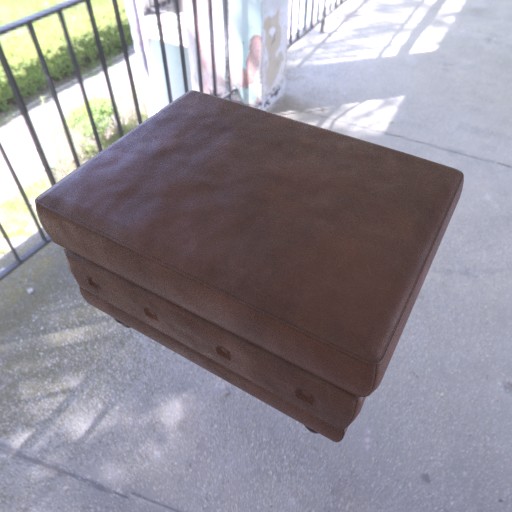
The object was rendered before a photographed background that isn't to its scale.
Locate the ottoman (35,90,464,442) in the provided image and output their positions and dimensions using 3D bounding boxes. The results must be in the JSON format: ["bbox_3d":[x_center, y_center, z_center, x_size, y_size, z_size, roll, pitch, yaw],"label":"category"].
[{"bbox_3d":[0.000,0.000,1.144,0.795,0.509,0.588,23,52,20],"label":"ottoman"}]
